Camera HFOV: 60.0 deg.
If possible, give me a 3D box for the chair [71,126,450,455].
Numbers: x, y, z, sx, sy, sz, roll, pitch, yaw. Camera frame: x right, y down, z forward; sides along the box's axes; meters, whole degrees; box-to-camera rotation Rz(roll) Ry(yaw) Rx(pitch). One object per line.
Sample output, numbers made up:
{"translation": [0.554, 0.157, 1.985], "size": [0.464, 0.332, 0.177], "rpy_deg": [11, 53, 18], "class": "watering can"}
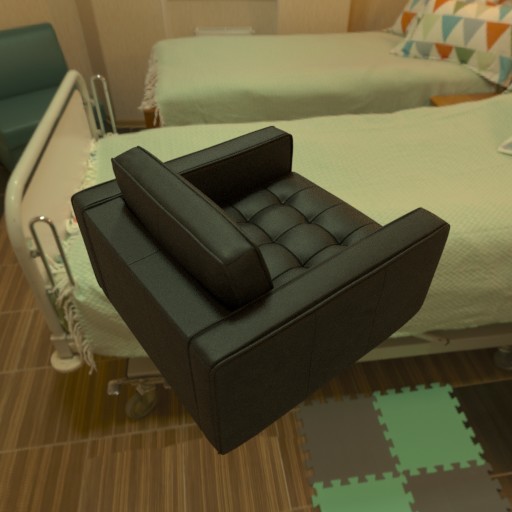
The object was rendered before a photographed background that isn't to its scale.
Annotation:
{"translation": [0.000, 0.000, 1.555], "size": [0.914, 0.763, 0.889], "rpy_deg": [-27, 48, -27], "class": "chair"}
